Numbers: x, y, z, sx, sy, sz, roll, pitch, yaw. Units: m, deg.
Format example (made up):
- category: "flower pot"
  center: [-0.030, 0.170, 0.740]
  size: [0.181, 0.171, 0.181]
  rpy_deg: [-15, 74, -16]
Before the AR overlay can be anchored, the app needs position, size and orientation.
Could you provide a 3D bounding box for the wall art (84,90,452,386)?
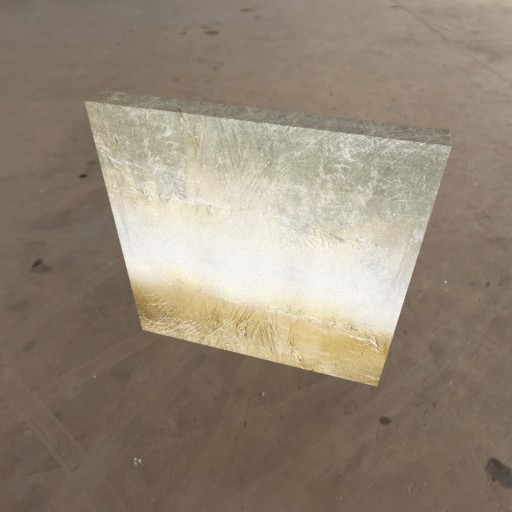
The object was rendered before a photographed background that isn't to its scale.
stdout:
- category: "wall art"
  center: [0.000, 0.000, 0.618]
  size: [0.405, 0.407, 0.038]
  rpy_deg: [11, 42, 12]
